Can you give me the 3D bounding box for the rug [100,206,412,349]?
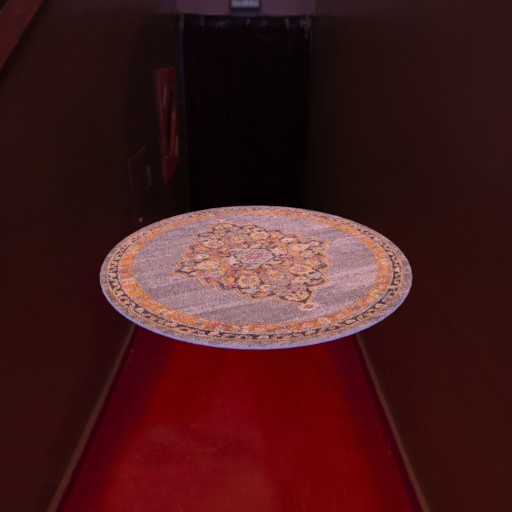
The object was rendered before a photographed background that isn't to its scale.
[{"bbox_3d":[0.000,0.000,3.546,2.382,0.014,2.382,0,26,0],"label":"rug"}]
